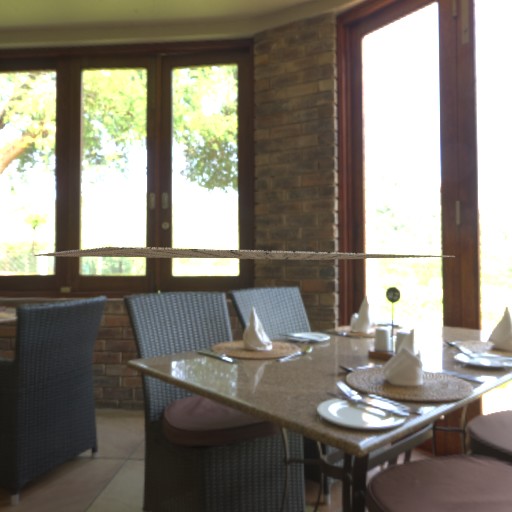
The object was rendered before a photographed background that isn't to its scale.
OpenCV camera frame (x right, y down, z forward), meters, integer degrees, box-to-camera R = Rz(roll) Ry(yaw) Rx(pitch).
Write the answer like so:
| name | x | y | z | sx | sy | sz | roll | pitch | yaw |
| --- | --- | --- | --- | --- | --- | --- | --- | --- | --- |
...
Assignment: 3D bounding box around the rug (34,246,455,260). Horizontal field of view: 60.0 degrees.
| name | x | y | z | sx | sy | sz | roll | pitch | yaw |
| --- | --- | --- | --- | --- | --- | --- | --- | --- | --- |
| rug | 0.000 | 0.000 | 2.436 | 2.006 | 0.008 | 1.196 | 1 | -2 | -37 |
